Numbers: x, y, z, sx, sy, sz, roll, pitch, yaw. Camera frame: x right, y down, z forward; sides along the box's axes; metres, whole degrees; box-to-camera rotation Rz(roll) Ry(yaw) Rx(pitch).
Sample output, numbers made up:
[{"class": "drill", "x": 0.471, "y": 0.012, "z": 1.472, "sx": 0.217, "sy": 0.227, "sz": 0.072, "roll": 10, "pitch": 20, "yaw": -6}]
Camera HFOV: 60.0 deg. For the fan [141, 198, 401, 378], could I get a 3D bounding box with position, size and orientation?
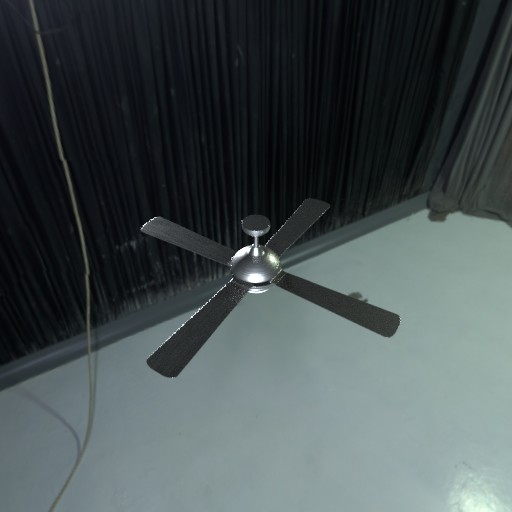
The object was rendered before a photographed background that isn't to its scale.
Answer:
[{"class": "fan", "x": 0.000, "y": 0.000, "z": 2.057, "sx": 1.321, "sy": 0.381, "sz": 1.321, "roll": -26, "pitch": 47, "yaw": -27}]
